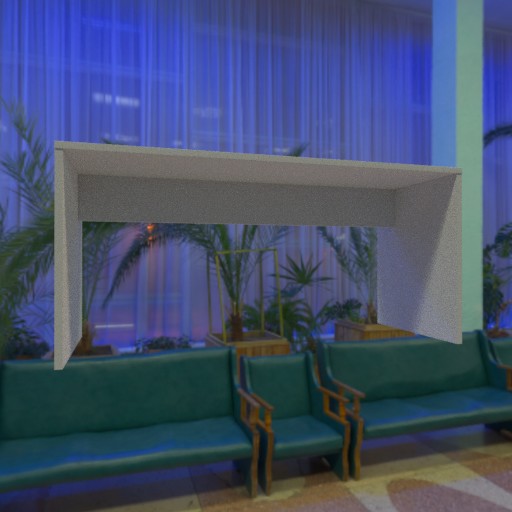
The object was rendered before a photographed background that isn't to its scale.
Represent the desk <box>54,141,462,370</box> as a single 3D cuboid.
[{"bbox_3d":[0.000,0.000,2.053,1.600,0.750,0.802,0,0,-16],"label":"desk"}]
